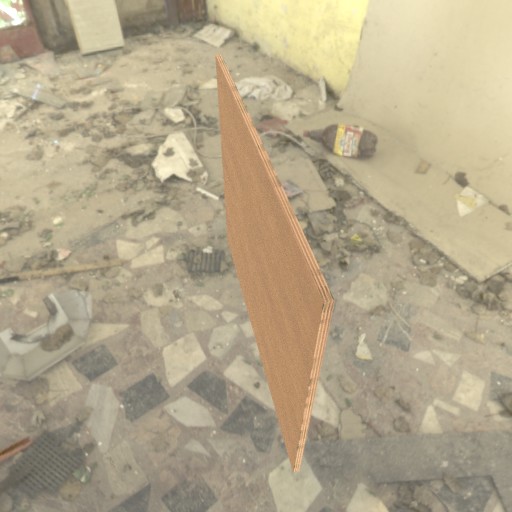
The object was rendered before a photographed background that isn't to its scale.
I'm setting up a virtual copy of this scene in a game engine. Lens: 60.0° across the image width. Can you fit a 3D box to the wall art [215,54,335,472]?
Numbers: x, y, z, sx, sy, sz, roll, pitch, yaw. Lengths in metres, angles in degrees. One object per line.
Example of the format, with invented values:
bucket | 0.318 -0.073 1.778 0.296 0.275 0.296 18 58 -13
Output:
wall art | 0.000 0.000 0.679 0.010 0.408 0.508 -10 47 -9
